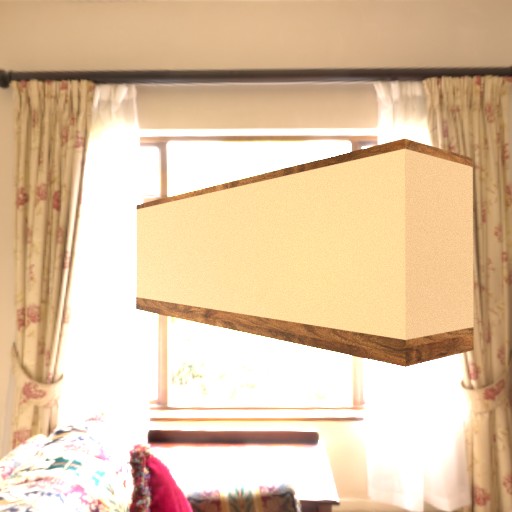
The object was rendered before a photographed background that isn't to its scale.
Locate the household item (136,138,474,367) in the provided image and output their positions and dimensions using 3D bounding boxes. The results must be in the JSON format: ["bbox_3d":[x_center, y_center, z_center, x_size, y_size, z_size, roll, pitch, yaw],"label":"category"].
[{"bbox_3d":[0.000,0.000,2.017,0.390,0.615,1.800,1,-1,-38],"label":"household item"}]
